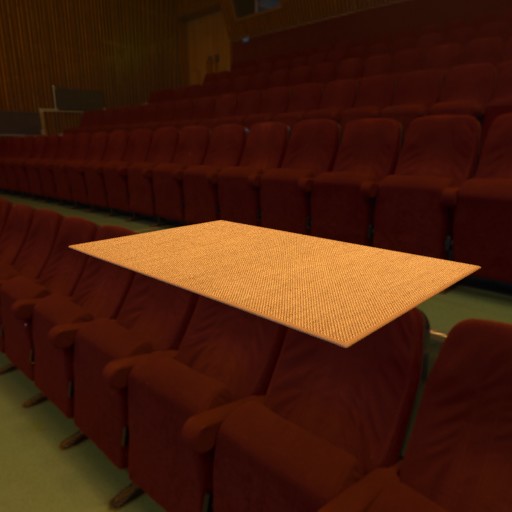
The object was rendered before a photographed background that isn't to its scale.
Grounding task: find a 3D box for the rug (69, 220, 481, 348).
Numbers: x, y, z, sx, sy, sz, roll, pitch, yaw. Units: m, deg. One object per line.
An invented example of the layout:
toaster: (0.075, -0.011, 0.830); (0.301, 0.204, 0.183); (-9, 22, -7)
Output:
rug: (0.000, 0.000, 2.090); (1.668, 0.012, 1.061); (13, 20, 42)
